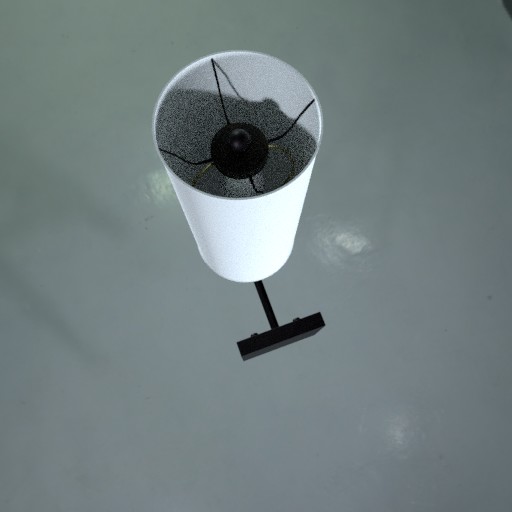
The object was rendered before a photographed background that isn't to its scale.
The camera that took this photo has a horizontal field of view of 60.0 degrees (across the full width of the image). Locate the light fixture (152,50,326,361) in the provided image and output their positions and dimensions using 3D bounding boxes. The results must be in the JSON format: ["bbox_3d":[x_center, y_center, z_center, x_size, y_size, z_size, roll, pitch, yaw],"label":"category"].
[{"bbox_3d":[0.000,0.000,0.542,0.128,0.462,0.208,-19,75,-5],"label":"light fixture"}]
